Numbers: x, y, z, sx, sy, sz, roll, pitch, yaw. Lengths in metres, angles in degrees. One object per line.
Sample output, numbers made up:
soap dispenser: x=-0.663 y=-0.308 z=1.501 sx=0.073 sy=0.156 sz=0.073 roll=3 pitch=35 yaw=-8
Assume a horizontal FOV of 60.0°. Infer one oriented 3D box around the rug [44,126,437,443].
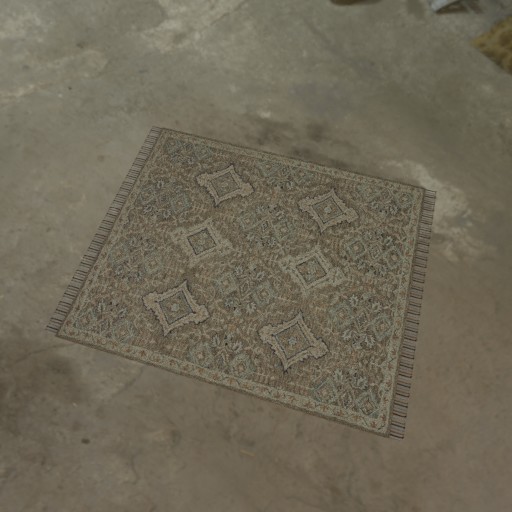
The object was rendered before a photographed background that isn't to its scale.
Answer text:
rug: x=0.000 y=0.000 z=4.105 sx=3.056 sy=0.010 sz=2.437 roll=15 pitch=64 yaw=7
